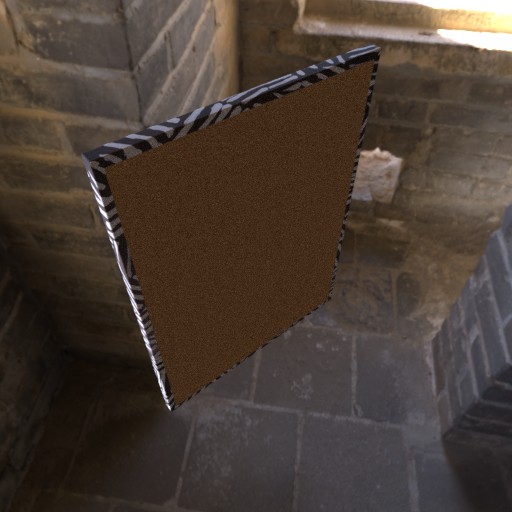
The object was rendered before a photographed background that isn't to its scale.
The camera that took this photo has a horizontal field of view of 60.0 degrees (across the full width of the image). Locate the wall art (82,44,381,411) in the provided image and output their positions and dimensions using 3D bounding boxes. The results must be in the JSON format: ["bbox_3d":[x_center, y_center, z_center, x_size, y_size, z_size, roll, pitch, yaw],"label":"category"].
[{"bbox_3d":[0.000,0.000,1.307,0.765,1.017,0.038,-30,54,-25],"label":"wall art"}]
